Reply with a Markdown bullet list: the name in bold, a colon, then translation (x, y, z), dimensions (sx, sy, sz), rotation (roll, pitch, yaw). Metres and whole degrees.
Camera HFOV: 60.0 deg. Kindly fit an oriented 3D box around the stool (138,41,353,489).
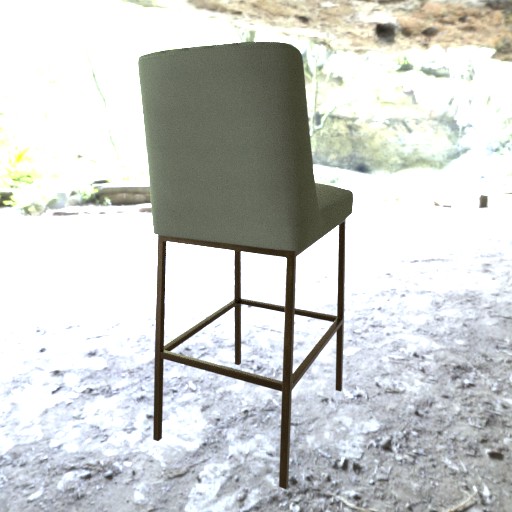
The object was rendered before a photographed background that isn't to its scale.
- **stool**: translation (0.000, 0.000, 1.332), dimensions (0.462, 1.084, 0.546), rotation (8, 17, 26)
